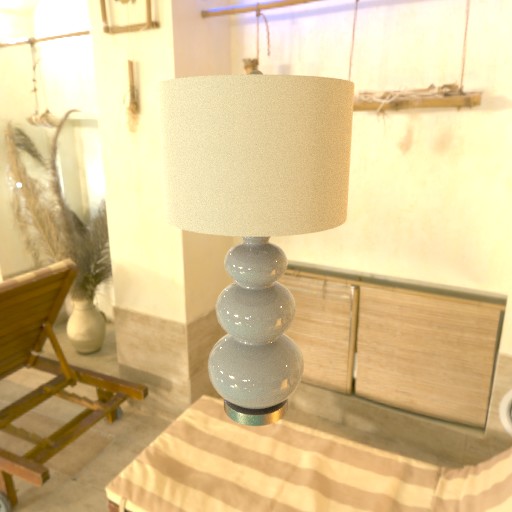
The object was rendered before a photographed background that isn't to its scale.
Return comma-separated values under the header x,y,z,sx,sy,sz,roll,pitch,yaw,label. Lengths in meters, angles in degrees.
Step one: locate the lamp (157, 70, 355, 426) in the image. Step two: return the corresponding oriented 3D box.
x,y,z,sx,sy,sz,roll,pitch,yaw,label
0.000,0.000,0.937,0.367,0.730,0.367,8,18,27,lamp
